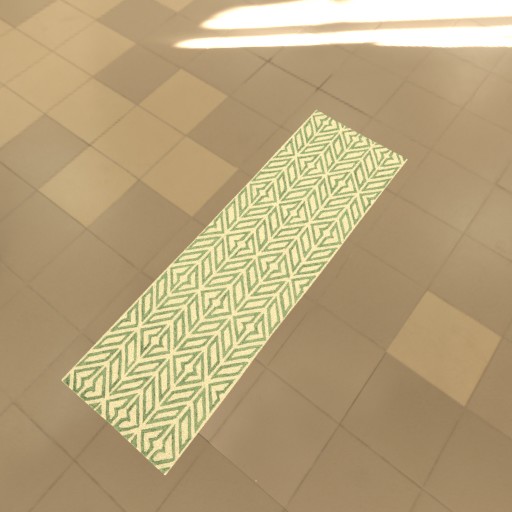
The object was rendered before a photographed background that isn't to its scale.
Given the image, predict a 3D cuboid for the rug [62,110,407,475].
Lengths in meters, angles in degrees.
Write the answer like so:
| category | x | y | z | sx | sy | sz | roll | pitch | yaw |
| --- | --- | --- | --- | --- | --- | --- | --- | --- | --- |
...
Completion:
| category | x | y | z | sx | sy | sz | roll | pitch | yaw |
| --- | --- | --- | --- | --- | --- | --- | --- | --- | --- |
| rug | 0.000 | 0.000 | 2.693 | 0.750 | 0.009 | 2.435 | 34 | 68 | 16 |
